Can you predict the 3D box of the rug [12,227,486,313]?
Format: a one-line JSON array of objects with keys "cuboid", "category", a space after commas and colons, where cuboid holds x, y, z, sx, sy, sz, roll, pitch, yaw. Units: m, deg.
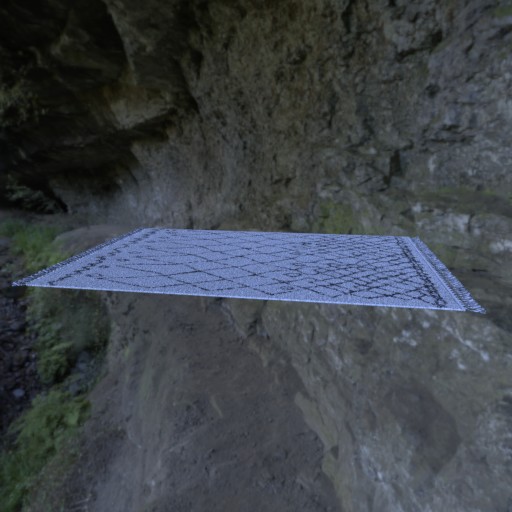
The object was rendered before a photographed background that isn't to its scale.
[{"cuboid": [0.000, 0.000, 2.894, 2.312, 0.017, 1.613, 2, 14, 9], "category": "rug"}]
